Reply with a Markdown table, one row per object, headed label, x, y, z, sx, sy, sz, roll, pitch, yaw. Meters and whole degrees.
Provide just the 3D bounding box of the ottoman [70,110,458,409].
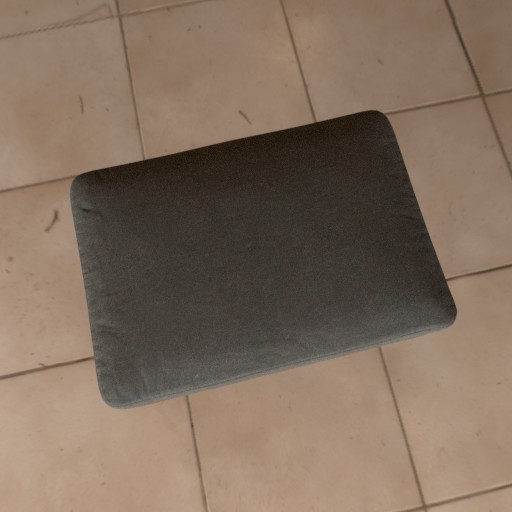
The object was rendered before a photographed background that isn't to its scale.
| label | x | y | z | sx | sy | sz | roll | pitch | yaw |
| --- | --- | --- | --- | --- | --- | --- | --- | --- | --- |
| ottoman | 0.000 | 0.000 | 1.623 | 1.199 | 0.429 | 0.840 | -13 | 76 | -3 |
